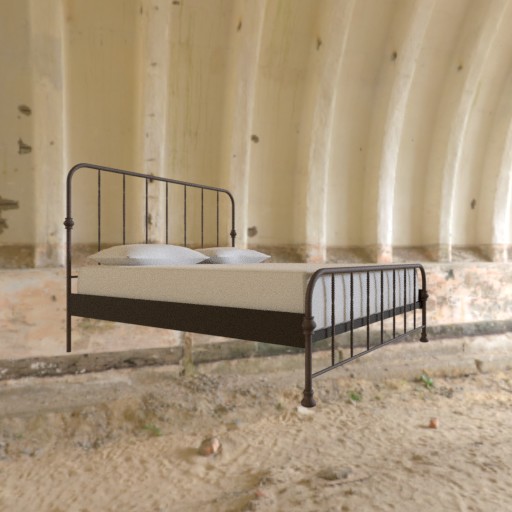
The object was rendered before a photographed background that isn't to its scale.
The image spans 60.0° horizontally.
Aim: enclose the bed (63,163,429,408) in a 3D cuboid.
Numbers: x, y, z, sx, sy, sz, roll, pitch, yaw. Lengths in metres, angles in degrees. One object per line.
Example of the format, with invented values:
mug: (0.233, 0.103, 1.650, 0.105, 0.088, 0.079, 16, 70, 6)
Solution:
bed: (0.000, 0.000, 3.530, 2.134, 1.446, 2.044, 0, 0, 36)
